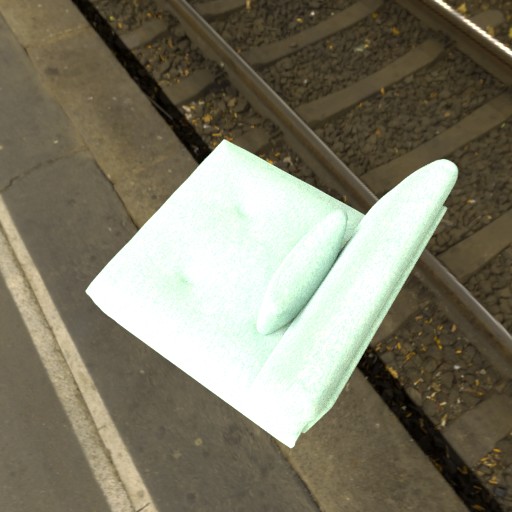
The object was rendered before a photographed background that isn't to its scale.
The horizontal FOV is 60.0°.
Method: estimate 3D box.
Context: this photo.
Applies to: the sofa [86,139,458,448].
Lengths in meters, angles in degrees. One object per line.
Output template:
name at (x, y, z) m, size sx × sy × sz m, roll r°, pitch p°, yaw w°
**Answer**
sofa at (0.000, 0.000, 1.687) m, size 1.000 × 0.820 × 0.930 m, roll 31°, pitch 67°, yaw 15°
